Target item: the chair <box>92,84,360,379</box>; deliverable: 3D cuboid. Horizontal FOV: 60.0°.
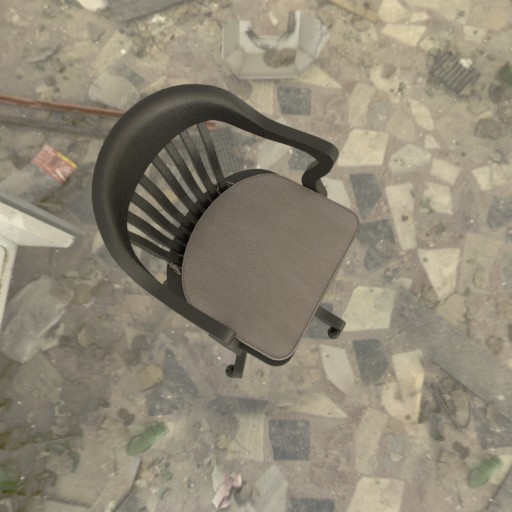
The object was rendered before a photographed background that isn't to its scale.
[{"bbox_3d":[0.000,0.000,1.423,0.788,0.878,0.750,29,76,8],"label":"chair"}]
